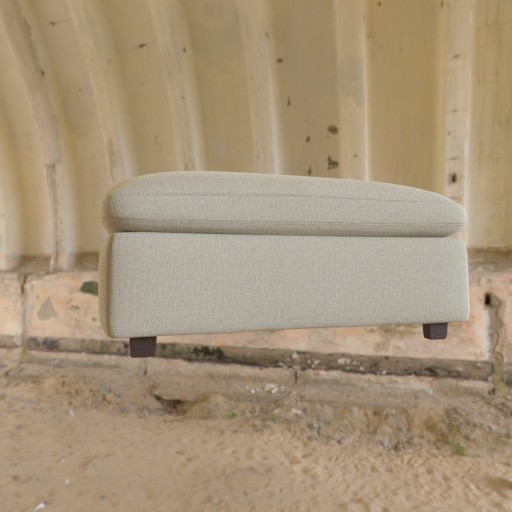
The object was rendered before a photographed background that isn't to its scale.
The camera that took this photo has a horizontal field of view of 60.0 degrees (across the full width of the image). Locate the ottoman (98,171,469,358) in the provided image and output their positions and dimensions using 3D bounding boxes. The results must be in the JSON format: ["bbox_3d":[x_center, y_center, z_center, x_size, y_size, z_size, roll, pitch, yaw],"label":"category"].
[{"bbox_3d":[0.000,0.000,1.527,0.996,0.467,0.977,0,-1,-17],"label":"ottoman"}]
